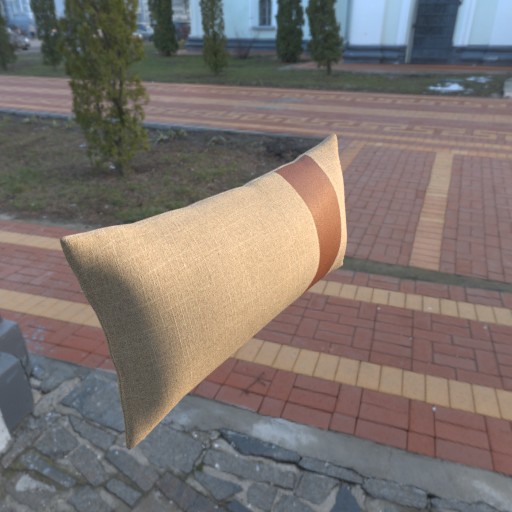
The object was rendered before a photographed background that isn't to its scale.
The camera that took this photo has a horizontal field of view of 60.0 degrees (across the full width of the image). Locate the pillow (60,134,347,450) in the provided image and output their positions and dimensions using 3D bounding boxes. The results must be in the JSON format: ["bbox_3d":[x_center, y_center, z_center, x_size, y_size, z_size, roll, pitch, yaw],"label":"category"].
[{"bbox_3d":[0.000,0.000,0.722,0.155,0.282,0.612,18,33,31],"label":"pillow"}]
